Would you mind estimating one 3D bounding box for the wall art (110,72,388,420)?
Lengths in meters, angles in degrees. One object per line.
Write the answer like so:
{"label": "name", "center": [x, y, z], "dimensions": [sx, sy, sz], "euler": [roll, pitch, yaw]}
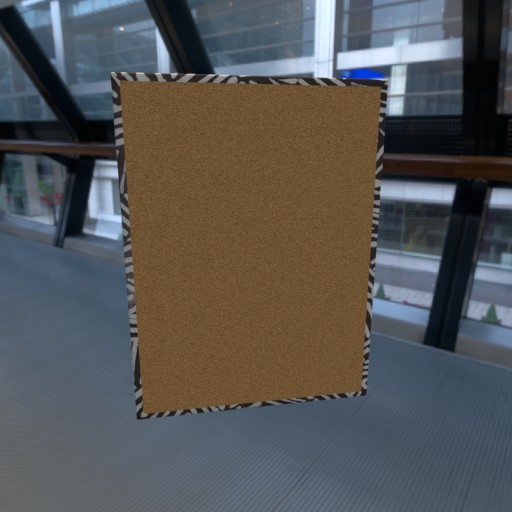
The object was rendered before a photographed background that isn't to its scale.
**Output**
{"label": "wall art", "center": [0.000, 0.000, 1.344], "dimensions": [0.765, 1.017, 0.038], "euler": [-3, 15, -10]}
